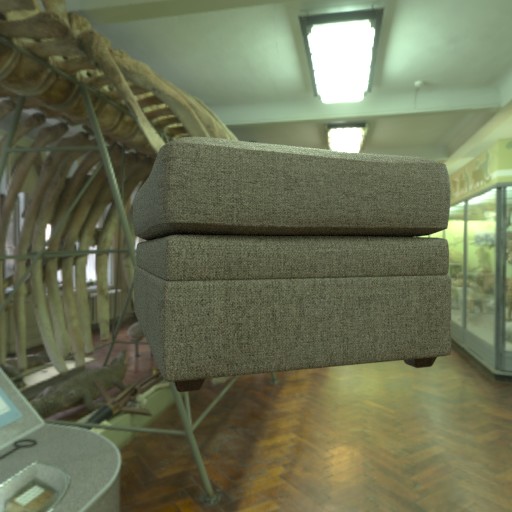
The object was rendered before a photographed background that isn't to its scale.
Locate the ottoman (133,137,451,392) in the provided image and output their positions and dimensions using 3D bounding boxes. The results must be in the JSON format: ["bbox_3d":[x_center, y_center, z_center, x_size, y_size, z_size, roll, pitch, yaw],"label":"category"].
[{"bbox_3d":[0.000,0.000,1.248,0.637,0.478,0.885,0,1,-19],"label":"ottoman"}]
